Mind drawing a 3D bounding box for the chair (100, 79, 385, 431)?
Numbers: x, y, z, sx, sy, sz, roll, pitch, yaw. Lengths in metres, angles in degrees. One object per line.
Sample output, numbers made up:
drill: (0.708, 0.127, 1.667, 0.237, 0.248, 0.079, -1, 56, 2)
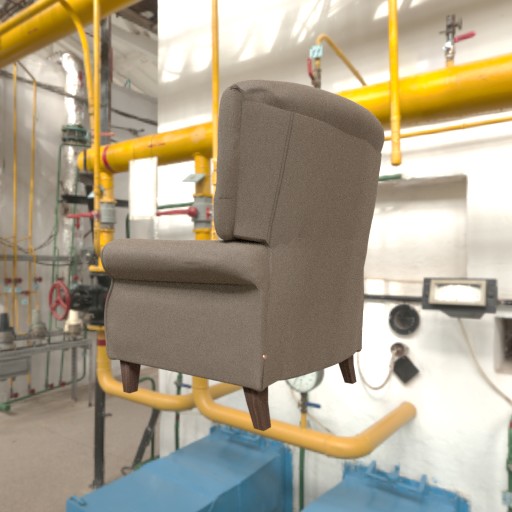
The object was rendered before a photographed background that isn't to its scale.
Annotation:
chair: (0.000, 0.000, 1.896, 1.041, 1.138, 0.999, 0, -1, 37)
